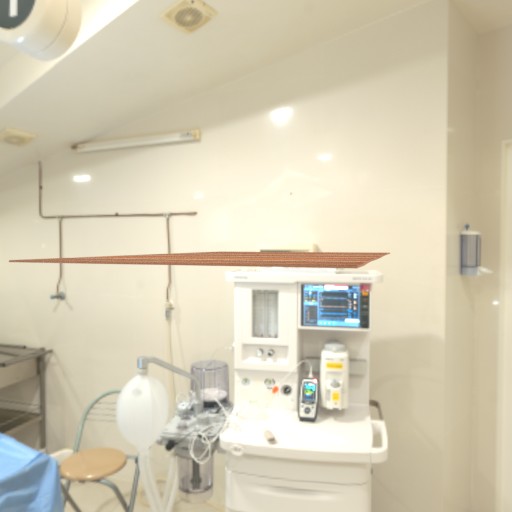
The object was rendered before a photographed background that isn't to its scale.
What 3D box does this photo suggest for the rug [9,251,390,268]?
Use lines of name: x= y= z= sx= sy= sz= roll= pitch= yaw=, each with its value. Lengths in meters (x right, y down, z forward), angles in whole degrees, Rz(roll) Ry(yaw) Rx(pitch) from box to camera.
rug: x=0.000 y=0.000 z=2.231 sx=1.217 sy=0.007 sz=1.828 roll=1 pitch=2 yaw=20
